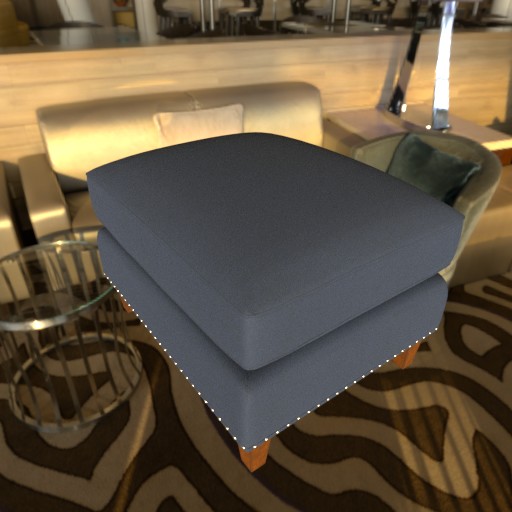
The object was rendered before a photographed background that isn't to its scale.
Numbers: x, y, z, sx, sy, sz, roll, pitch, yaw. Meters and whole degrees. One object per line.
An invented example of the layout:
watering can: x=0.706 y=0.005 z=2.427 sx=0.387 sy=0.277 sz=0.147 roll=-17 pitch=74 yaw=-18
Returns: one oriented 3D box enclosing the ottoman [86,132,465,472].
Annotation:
ottoman: x=0.000 y=0.000 z=1.123 sx=0.584 sy=0.513 sz=0.741 roll=-21 pitch=37 yaw=-30
